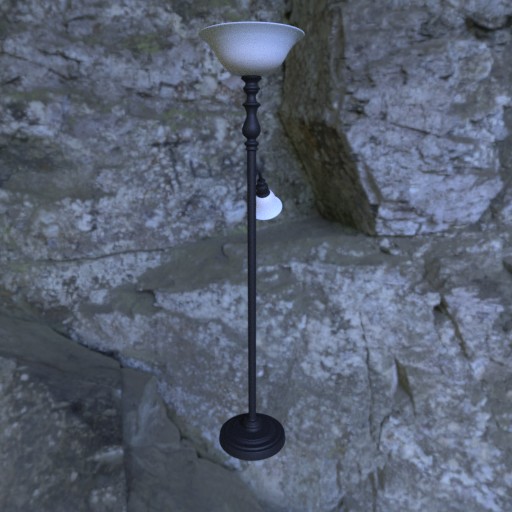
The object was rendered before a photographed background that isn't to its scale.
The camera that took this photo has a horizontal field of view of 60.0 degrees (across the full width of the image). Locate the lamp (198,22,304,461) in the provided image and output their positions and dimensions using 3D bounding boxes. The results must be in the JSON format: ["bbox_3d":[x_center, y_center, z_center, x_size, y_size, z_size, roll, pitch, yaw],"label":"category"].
[{"bbox_3d":[0.000,0.000,2.011,0.405,1.793,0.588,3,15,11],"label":"lamp"}]
